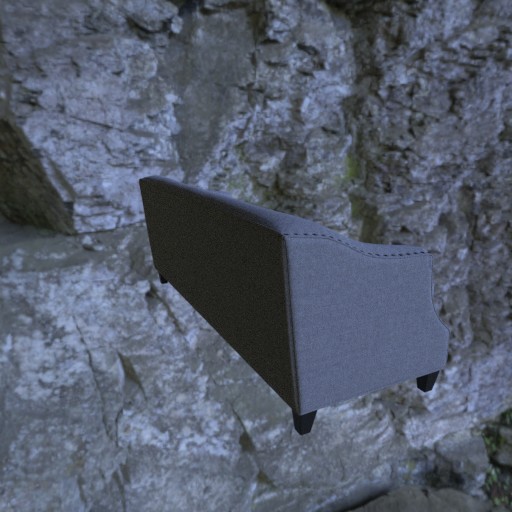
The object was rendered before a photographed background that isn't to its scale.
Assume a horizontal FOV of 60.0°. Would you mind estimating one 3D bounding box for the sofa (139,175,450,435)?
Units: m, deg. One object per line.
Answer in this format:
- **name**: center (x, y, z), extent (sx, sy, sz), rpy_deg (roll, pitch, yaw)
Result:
- **sofa**: center (0.000, 0.000, 2.760), extent (0.914, 0.901, 2.235), rpy_deg (-8, 17, -26)
